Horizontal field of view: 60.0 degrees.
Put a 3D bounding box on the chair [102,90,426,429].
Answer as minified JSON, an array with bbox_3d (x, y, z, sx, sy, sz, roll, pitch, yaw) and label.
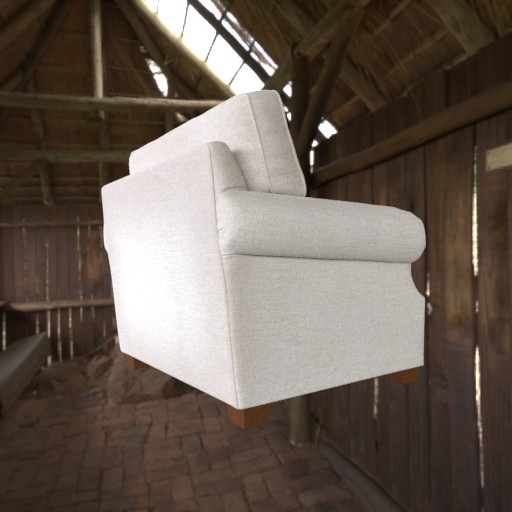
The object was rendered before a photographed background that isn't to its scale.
[{"bbox_3d":[0.000,0.000,1.794,0.965,0.961,1.092,0,0,-36],"label":"chair"}]
